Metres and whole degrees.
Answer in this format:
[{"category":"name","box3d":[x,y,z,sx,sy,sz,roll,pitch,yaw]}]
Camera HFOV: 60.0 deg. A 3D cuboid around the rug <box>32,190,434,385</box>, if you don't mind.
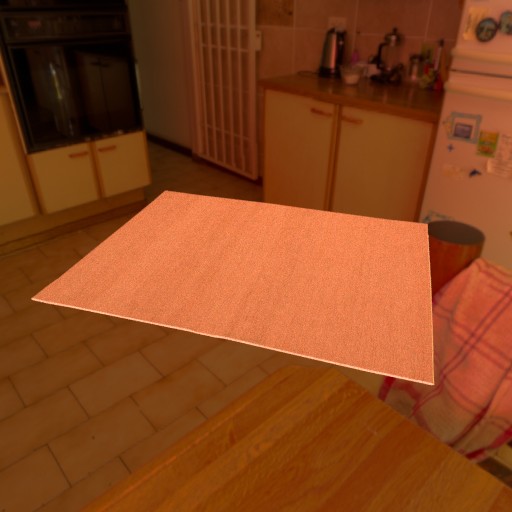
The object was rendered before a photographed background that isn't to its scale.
[{"category":"rug","box3d":[0.000,0.000,4.282,3.202,0.045,2.434,9,32,15]}]
